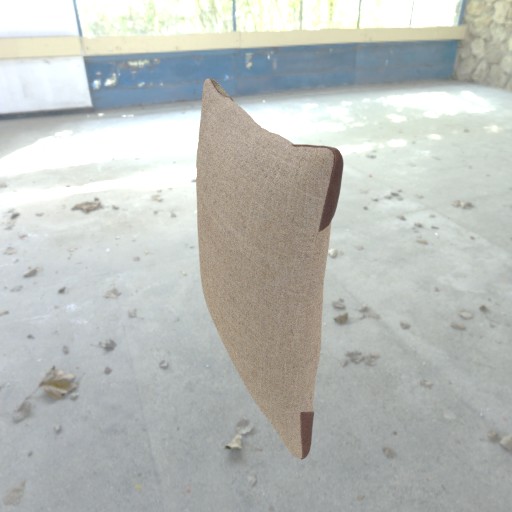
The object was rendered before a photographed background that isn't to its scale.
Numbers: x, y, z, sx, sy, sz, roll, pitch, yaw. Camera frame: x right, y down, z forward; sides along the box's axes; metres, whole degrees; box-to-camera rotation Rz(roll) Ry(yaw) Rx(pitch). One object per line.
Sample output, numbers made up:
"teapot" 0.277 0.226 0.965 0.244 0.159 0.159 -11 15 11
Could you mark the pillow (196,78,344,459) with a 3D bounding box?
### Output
"pillow" 0.000 0.000 0.668 0.147 0.448 0.437 -11 32 -18
